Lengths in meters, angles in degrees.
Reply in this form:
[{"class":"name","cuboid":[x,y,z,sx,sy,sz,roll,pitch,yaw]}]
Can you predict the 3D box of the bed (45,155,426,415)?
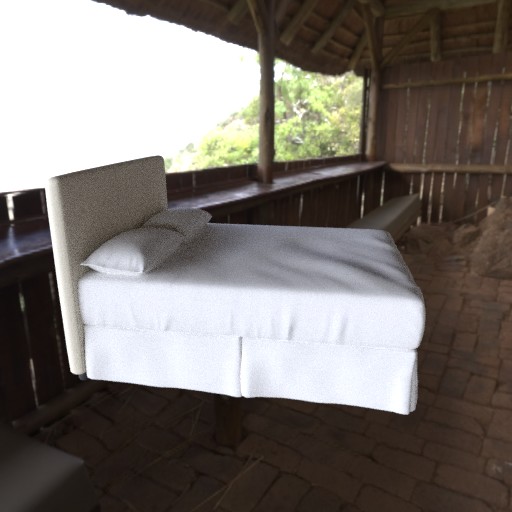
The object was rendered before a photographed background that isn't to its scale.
[{"class":"bed","cuboid":[0.000,0.000,3.270,2.147,1.330,1.714,3,17,9]}]
